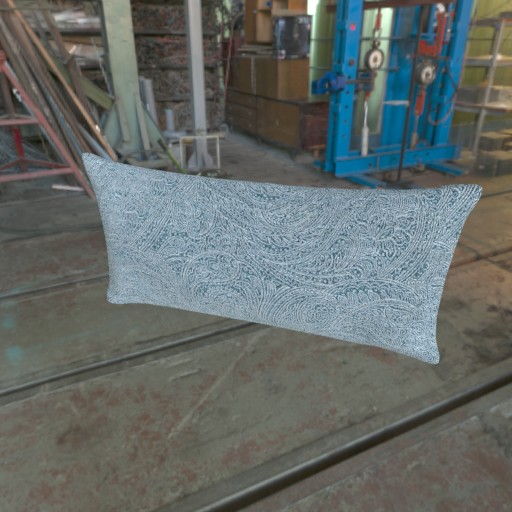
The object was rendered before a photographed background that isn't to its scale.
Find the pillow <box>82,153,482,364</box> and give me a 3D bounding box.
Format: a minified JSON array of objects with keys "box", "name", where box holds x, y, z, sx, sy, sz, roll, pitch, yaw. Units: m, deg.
[{"box":[0.000,0.000,0.721,0.615,0.295,0.151,8,27,16],"name":"pillow"}]
